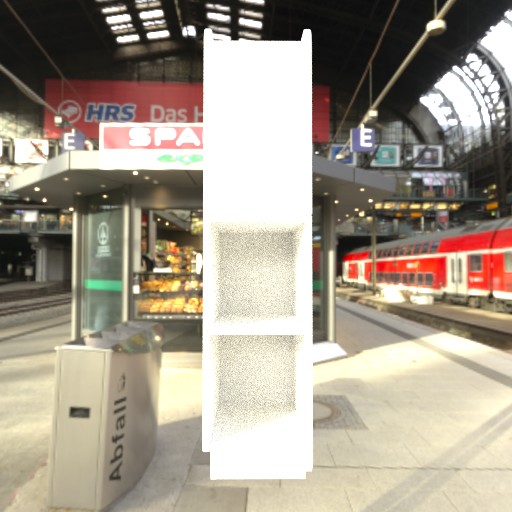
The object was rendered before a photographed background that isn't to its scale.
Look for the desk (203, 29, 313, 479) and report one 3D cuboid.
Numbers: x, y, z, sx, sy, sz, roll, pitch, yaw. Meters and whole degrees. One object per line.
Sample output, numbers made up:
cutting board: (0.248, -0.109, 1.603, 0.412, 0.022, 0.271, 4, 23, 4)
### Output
desk: (0.000, 0.000, 1.526, 0.278, 1.190, 0.795, 0, -2, -1)
